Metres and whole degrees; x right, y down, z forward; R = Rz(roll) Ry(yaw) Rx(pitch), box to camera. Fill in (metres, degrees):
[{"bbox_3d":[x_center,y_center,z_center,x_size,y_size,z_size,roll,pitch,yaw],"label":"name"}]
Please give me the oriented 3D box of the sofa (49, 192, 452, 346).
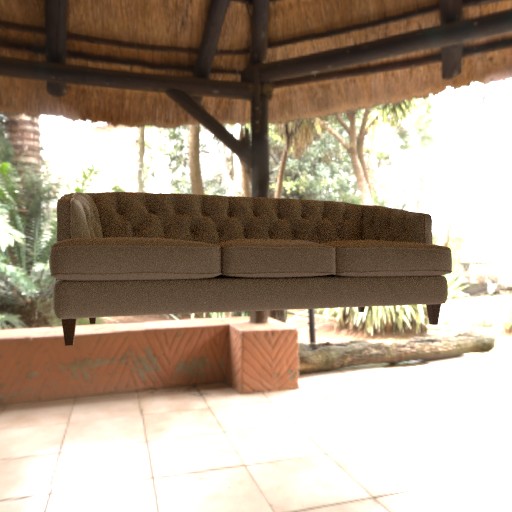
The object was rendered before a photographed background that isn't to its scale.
[{"bbox_3d":[0.000,0.000,2.778,2.278,0.855,0.941,0,0,-18],"label":"sofa"}]
